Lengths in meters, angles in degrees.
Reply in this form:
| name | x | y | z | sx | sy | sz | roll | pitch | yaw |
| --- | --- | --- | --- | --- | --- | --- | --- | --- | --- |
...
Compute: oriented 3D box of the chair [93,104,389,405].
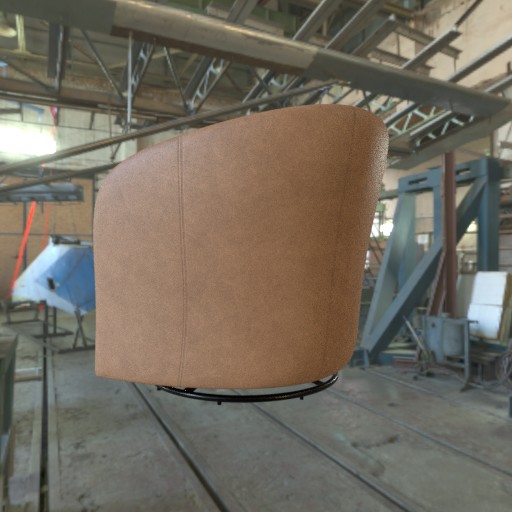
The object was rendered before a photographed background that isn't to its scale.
| name | x | y | z | sx | sy | sz | roll | pitch | yaw |
| --- | --- | --- | --- | --- | --- | --- | --- | --- | --- |
| chair | 0.000 | 0.000 | 1.419 | 0.815 | 0.771 | 0.791 | 0 | 0 | 19 |
